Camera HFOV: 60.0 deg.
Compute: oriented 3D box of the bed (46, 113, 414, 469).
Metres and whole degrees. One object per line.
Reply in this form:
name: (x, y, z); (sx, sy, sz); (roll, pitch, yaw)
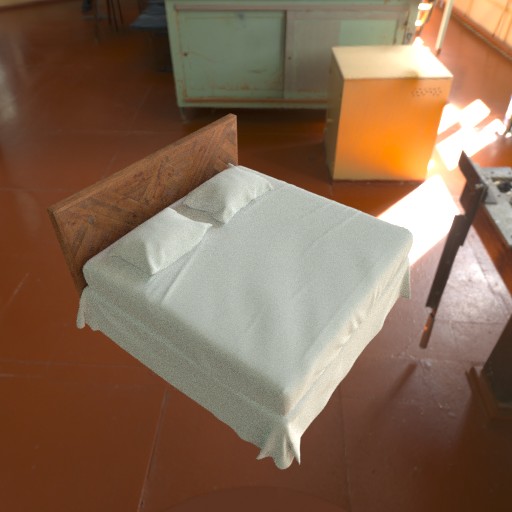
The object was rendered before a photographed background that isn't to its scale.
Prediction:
bed: (0.000, 0.000, 3.578); (2.165, 1.158, 2.255); (26, 47, 27)
